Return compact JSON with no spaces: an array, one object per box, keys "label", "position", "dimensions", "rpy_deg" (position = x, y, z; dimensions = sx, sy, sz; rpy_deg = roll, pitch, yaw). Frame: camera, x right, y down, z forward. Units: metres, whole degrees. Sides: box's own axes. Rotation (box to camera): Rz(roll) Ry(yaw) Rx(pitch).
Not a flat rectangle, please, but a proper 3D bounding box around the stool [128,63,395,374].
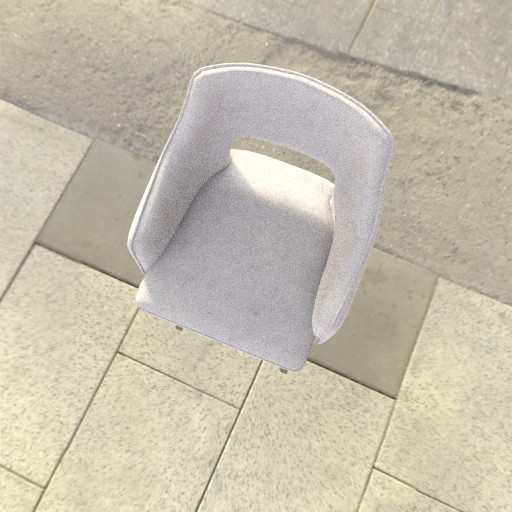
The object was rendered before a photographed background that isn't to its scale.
[{"label":"stool","position":[0.000,0.000,1.321],"dimensions":[0.548,1.012,0.558],"rpy_deg":[21,76,6]}]
